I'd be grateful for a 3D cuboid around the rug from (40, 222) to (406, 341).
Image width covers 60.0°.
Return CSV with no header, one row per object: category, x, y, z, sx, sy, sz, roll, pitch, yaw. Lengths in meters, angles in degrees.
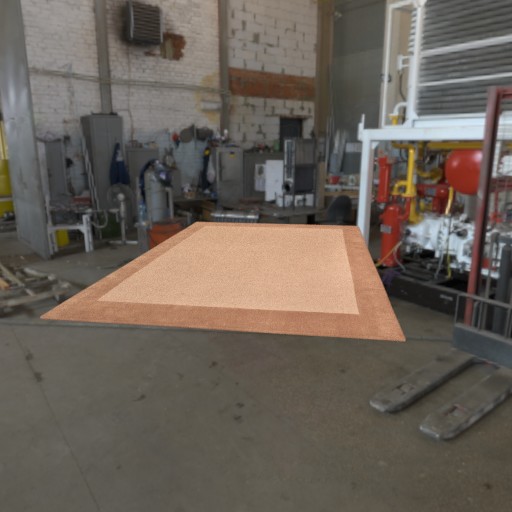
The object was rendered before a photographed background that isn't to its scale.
rug,0.000,0.000,2.969,1.524,0.014,2.438,2,14,8
